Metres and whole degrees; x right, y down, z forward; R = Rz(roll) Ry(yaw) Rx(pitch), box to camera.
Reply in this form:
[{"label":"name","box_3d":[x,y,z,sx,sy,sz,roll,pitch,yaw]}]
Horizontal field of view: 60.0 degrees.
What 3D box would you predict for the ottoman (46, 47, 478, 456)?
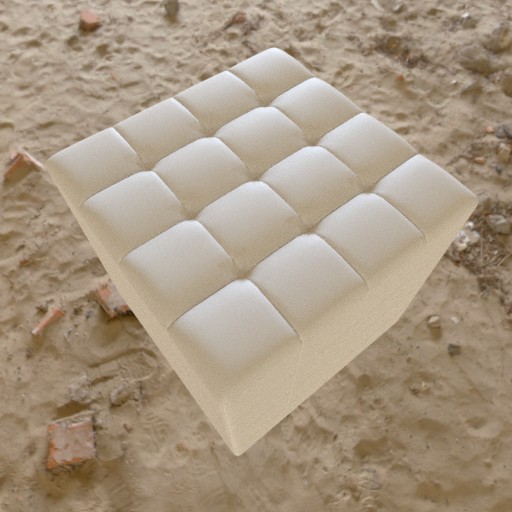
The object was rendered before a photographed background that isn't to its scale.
[{"label":"ottoman","box_3d":[0.000,0.000,0.769,0.425,0.432,0.425,-34,64,-19]}]
